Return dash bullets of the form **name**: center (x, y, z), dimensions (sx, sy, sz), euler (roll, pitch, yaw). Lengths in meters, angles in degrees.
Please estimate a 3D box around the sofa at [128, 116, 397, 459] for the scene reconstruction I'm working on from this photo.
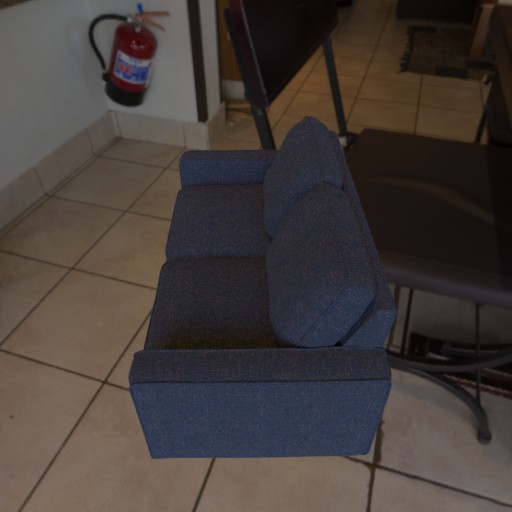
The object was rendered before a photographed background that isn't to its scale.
- **sofa**: center (0.000, 0.000, 2.245), dimensions (0.947, 0.918, 1.709), euler (0, 41, -1)
